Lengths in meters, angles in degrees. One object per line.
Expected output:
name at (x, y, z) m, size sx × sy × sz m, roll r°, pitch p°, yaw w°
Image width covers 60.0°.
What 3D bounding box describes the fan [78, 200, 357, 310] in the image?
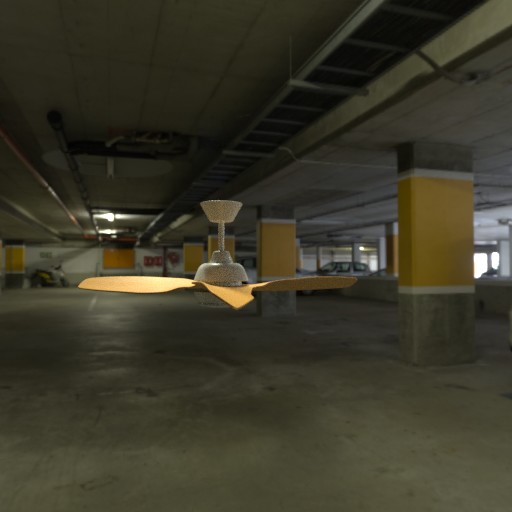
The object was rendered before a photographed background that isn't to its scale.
fan at (0.000, 0.000, 1.615) m, size 1.010 × 0.355 × 1.142 m, roll 1°, pitch -2°, yaw -36°
